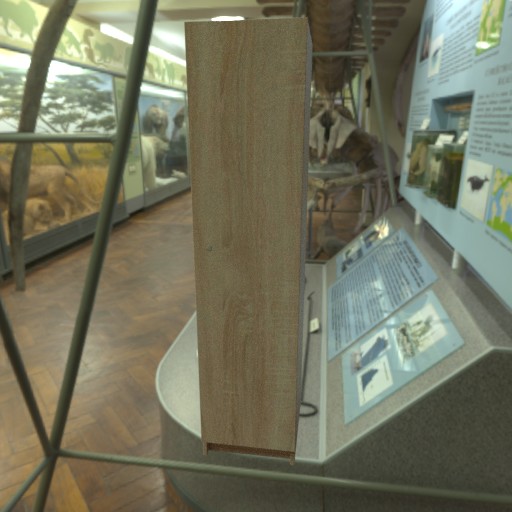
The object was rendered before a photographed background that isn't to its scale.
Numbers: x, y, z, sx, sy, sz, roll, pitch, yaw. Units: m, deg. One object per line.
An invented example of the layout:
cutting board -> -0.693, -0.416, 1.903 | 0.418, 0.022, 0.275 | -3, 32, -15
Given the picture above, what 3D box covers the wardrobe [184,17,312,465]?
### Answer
wardrobe -> 0.000, 0.000, 2.327 | 0.496, 2.117, 0.588 | 3, 17, 9
